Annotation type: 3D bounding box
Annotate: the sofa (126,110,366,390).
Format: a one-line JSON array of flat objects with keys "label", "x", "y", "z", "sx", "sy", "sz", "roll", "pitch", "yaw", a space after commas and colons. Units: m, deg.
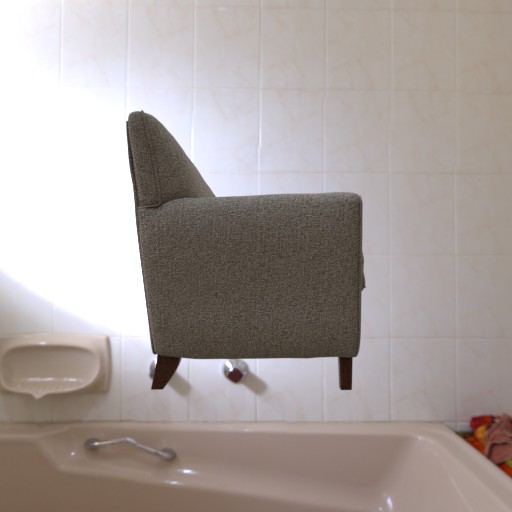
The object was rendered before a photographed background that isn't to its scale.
[{"label": "sofa", "x": 0.000, "y": 0.000, "z": 2.442, "sx": 0.854, "sy": 0.942, "sz": 2.026, "roll": 0, "pitch": -1, "yaw": 1}]
